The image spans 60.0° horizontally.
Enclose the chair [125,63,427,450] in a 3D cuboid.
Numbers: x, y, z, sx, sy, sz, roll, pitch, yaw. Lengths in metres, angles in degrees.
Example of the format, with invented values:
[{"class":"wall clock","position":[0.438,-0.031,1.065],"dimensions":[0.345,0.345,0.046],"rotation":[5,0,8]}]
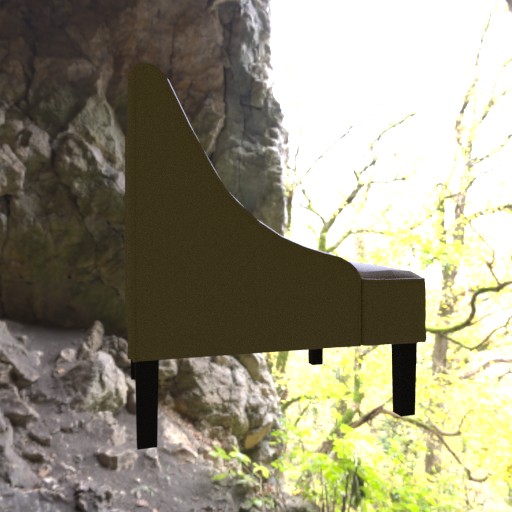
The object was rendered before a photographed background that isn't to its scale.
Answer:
[{"class":"chair","position":[0.000,0.000,1.446],"dimensions":[0.814,0.896,0.696],"rotation":[0,0,-17]}]
